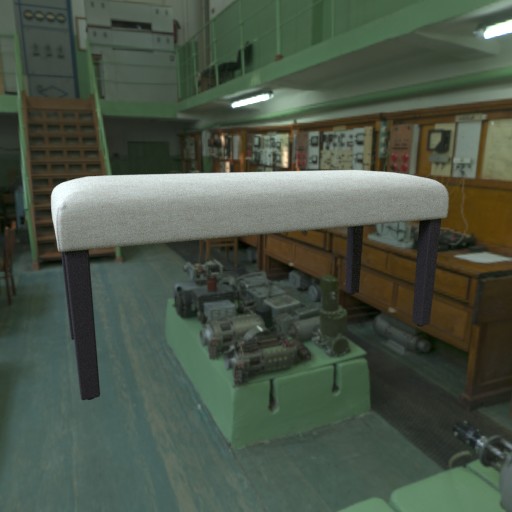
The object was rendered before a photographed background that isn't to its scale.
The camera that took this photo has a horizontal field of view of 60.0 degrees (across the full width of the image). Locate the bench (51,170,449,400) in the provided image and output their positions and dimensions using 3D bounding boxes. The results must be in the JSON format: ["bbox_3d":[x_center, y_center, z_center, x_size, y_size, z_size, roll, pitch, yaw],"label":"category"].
[{"bbox_3d":[0.000,0.000,1.244,1.013,0.456,0.407,-6,15,-25],"label":"bench"}]
